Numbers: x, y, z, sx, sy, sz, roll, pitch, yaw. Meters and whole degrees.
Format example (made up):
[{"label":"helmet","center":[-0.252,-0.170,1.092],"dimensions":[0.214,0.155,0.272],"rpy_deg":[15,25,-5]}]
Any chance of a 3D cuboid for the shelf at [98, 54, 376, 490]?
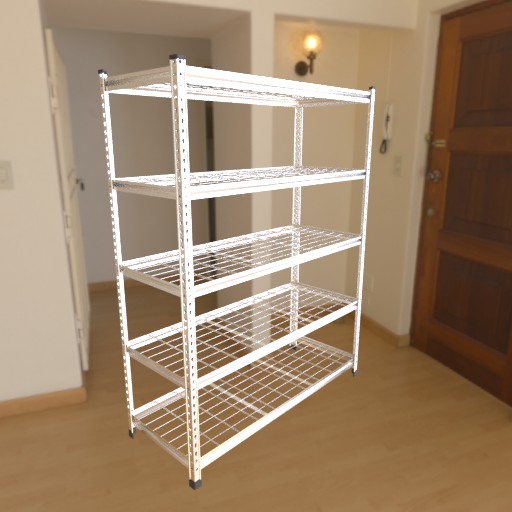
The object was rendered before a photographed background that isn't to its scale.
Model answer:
[{"label":"shelf","center":[0.000,0.000,2.660],"dimensions":[0.610,1.981,1.524],"rpy_deg":[14,20,42]}]
